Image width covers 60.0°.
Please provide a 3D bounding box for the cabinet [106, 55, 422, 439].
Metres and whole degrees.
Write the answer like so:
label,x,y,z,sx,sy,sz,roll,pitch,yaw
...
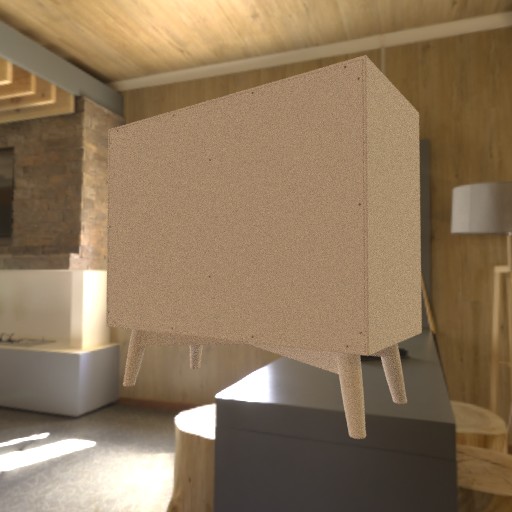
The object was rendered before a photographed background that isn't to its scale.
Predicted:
label,x,y,z,sx,sy,sz,roll,pitch,yaw
cabinet,0.000,0.000,1.245,0.800,0.761,0.398,-1,-2,35
